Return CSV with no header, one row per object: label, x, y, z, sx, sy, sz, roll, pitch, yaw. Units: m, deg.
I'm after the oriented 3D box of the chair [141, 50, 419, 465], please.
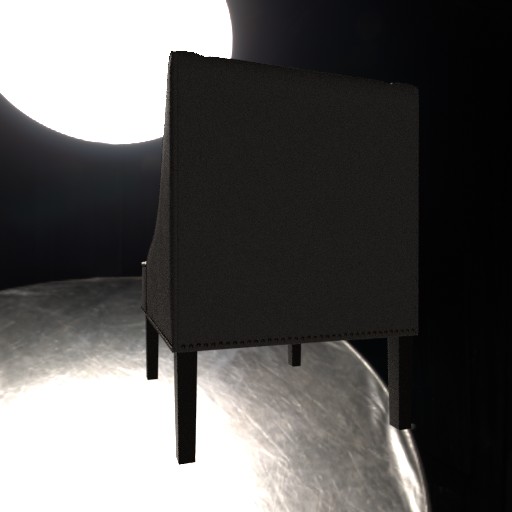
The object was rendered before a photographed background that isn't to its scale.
chair,0.000,0.000,1.352,0.631,0.867,0.747,0,0,-19
